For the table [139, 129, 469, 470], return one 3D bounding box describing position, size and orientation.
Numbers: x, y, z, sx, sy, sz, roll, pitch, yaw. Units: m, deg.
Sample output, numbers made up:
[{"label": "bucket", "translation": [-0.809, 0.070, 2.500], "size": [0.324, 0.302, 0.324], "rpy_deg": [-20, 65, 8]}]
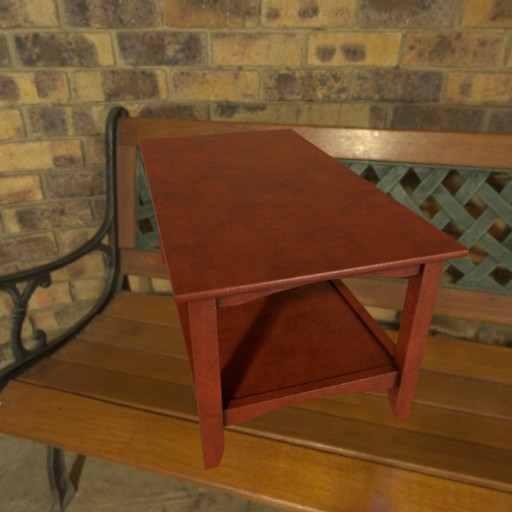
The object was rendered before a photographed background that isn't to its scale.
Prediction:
[{"label": "table", "translation": [0.000, 0.000, 1.243], "size": [0.533, 0.456, 0.943], "rpy_deg": [-8, 30, -14]}]
